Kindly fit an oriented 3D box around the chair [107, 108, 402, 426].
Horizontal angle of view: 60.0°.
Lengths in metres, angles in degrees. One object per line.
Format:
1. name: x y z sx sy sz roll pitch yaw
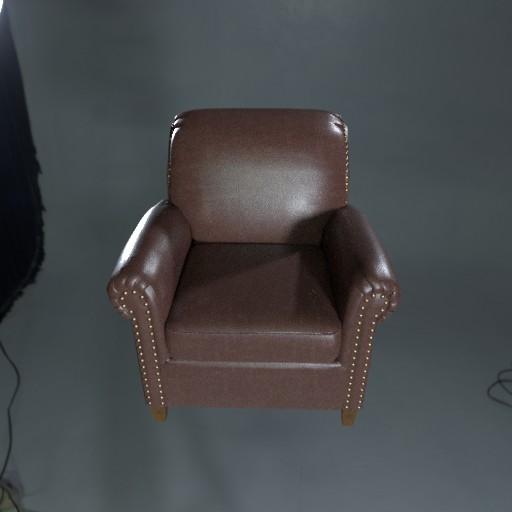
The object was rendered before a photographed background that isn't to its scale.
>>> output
1. chair: 0.000 0.000 1.652 0.854 0.927 0.890 1 31 1
